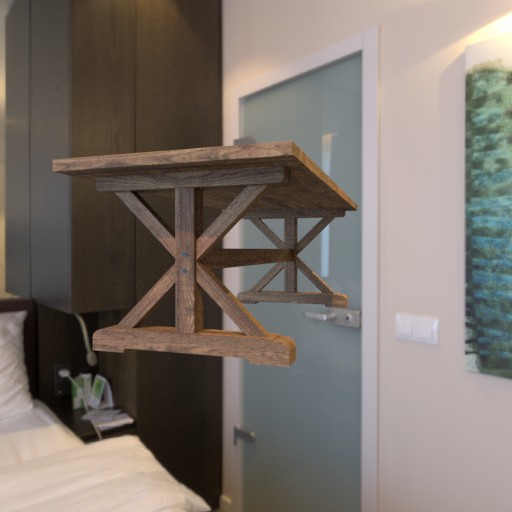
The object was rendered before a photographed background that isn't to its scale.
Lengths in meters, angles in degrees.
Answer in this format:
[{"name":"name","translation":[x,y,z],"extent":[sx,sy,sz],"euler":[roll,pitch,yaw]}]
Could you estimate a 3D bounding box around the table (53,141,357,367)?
[{"name":"table","translation":[0.000,0.000,2.458],"extent":[0.907,0.733,2.031],"euler":[0,1,18]}]
